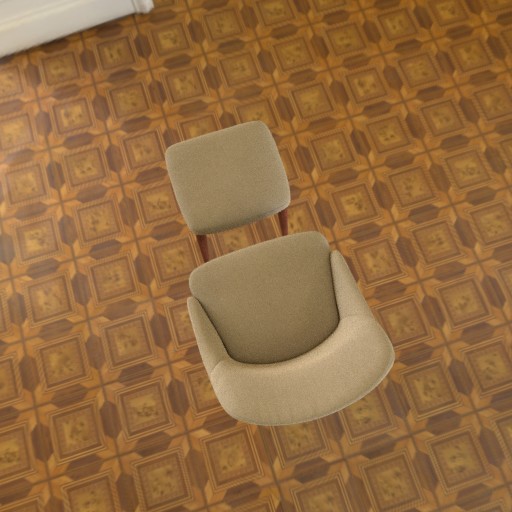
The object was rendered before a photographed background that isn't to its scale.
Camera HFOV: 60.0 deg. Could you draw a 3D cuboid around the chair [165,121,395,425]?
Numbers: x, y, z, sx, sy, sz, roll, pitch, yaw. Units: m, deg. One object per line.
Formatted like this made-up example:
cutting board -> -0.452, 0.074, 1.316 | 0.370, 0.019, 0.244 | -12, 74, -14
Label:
chair -> 0.000, 0.000, 1.659 | 0.584, 0.866, 1.114 | -18, 76, -5
